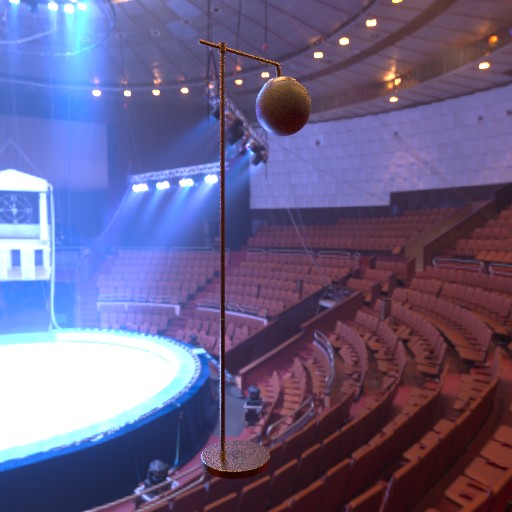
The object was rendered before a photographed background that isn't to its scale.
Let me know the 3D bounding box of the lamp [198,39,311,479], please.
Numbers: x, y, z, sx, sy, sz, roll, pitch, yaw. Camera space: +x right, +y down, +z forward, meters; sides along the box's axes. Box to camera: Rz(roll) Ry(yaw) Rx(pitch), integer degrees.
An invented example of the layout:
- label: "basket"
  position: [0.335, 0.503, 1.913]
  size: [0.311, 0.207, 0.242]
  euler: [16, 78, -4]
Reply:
- label: "lamp"
  position: [0.000, 0.000, 1.663]
  size: [0.476, 1.505, 0.249]
  euler: [-1, 1, -35]
